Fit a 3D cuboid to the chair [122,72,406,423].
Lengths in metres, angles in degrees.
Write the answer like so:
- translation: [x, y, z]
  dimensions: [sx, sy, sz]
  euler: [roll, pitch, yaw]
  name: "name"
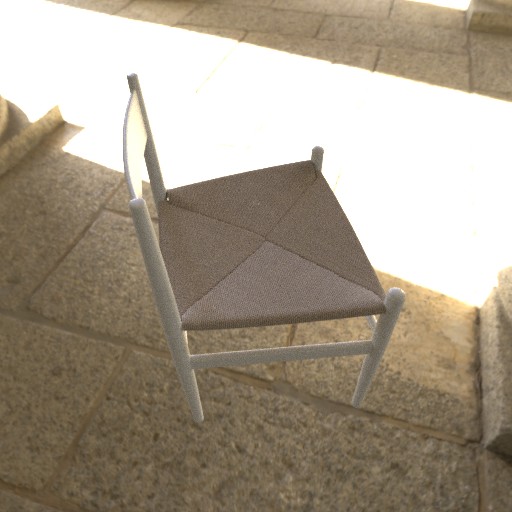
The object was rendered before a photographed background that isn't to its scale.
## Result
- translation: [0.000, 0.000, 1.093]
  dimensions: [0.495, 0.762, 0.556]
  euler: [-9, 47, -8]
  name: "chair"
